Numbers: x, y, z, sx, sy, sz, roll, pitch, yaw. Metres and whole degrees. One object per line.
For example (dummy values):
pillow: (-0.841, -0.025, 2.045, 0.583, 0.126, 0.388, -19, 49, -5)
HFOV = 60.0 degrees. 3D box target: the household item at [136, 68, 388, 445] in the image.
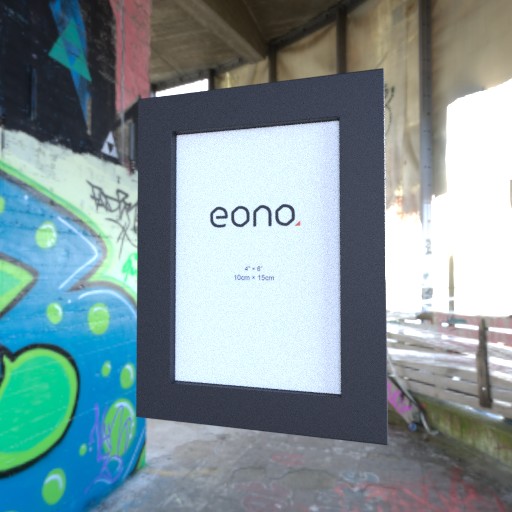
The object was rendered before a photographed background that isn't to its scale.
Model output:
household item: (0.000, 0.000, 0.236, 0.133, 0.178, 0.022, 0, -1, 17)
